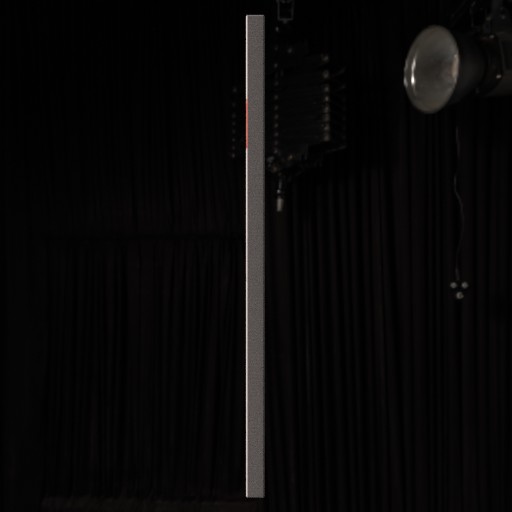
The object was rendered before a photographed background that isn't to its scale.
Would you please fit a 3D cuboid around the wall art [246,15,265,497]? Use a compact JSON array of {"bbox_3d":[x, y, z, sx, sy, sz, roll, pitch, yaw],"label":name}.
[{"bbox_3d":[0.000,0.000,1.578,0.046,1.221,0.914,0,0,0],"label":"wall art"}]
